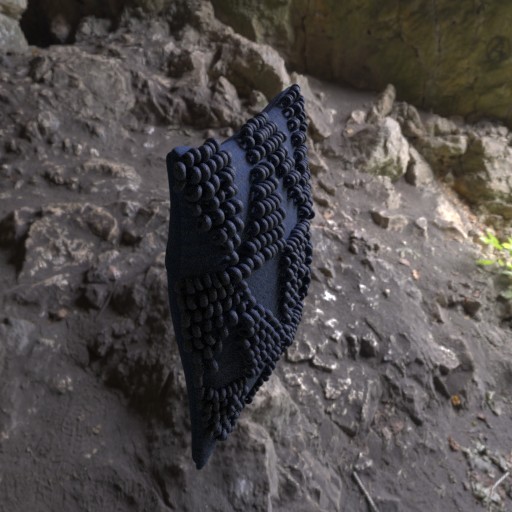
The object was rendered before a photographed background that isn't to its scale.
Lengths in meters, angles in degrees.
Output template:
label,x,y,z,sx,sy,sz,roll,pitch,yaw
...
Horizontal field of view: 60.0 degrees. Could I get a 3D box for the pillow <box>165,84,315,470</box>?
label,x,y,z,sx,sy,sz,roll,pitch,yaw
pillow,0.000,0.000,0.715,0.172,0.466,0.469,9,31,16
